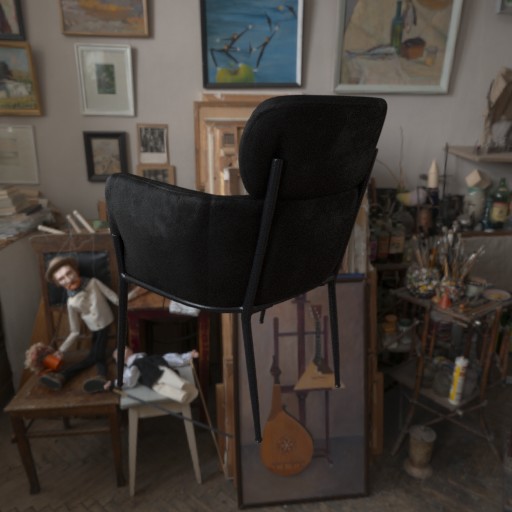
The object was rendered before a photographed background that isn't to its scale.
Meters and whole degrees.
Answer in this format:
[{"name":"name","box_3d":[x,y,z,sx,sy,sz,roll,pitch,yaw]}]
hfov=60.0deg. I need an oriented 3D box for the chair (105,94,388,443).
[{"name":"chair","box_3d":[0.000,0.000,1.222,0.640,0.818,0.604,-17,24,-42]}]
